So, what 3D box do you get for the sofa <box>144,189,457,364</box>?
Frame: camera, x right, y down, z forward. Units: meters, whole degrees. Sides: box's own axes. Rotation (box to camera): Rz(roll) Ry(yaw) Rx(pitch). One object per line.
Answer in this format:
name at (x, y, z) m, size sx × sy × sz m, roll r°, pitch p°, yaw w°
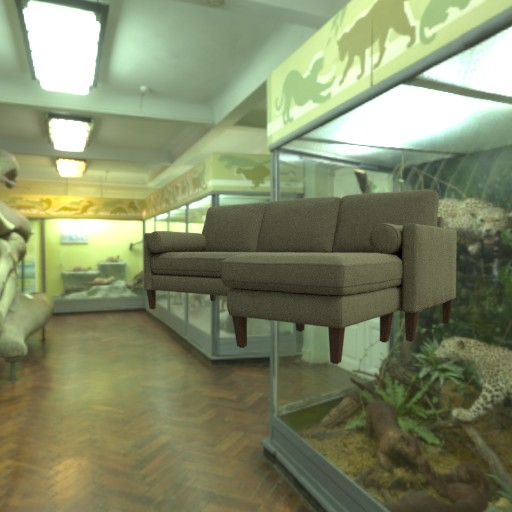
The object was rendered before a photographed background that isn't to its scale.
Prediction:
sofa at (0.000, 0.000, 2.963) m, size 2.178 × 0.875 × 1.506 m, roll 1°, pitch 1°, yaw 37°
